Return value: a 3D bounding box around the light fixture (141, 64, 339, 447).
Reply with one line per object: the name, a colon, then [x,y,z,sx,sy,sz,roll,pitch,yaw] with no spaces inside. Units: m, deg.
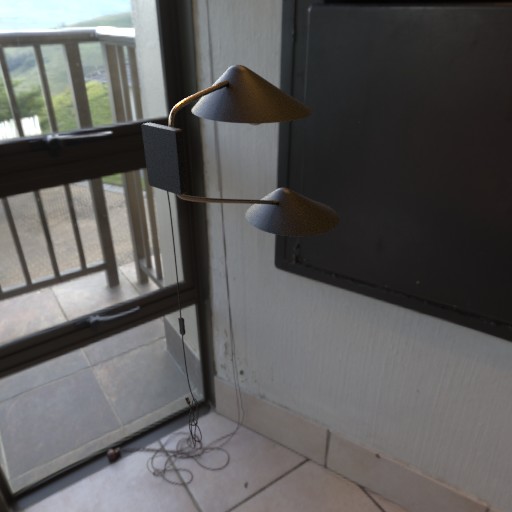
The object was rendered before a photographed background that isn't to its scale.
light fixture: [0.000,0.000,0.826,0.189,0.665,0.422,21,35,32]
